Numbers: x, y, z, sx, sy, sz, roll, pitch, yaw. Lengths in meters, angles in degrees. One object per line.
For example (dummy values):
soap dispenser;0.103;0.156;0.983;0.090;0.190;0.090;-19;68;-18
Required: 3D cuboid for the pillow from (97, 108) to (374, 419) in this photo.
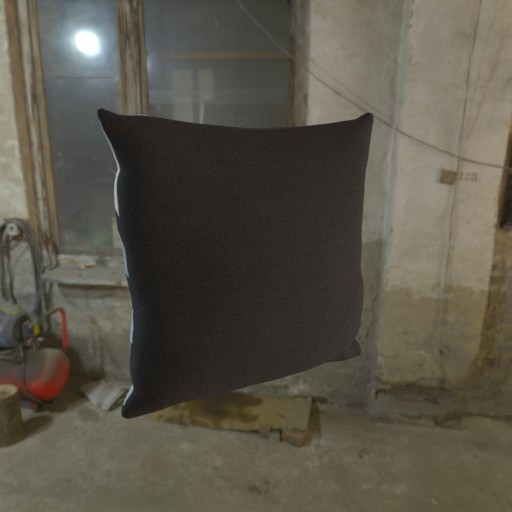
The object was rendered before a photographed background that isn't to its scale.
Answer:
pillow;0.000;0.000;0.785;0.503;0.496;0.208;-7;16;-27
